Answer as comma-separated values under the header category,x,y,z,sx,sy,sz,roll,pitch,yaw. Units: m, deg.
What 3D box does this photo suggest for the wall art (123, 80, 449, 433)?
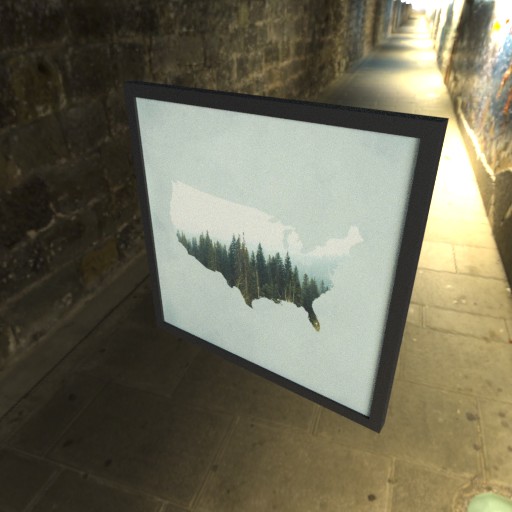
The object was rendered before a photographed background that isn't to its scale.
category,x,y,z,sx,sy,sz,roll,pitch,yaw
wall art,0.000,0.000,1.112,0.763,0.763,0.038,18,34,29
